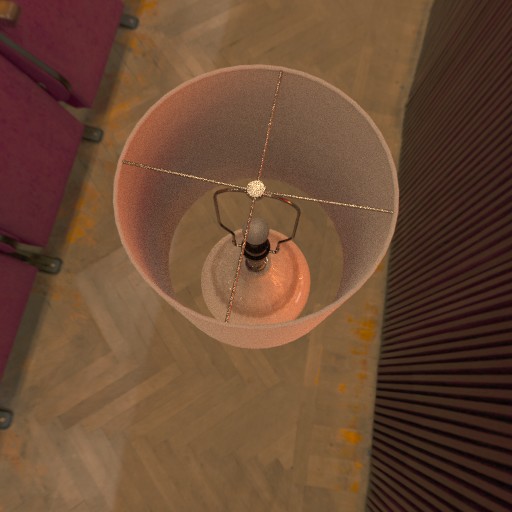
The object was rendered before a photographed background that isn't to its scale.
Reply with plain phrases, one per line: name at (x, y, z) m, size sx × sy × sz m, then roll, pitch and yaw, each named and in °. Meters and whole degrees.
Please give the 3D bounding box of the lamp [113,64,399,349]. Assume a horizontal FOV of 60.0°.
lamp at (0.000, 0.000, 0.531) m, size 0.217 × 0.404 × 0.217 m, roll 11°, pitch 75°, yaw 3°
